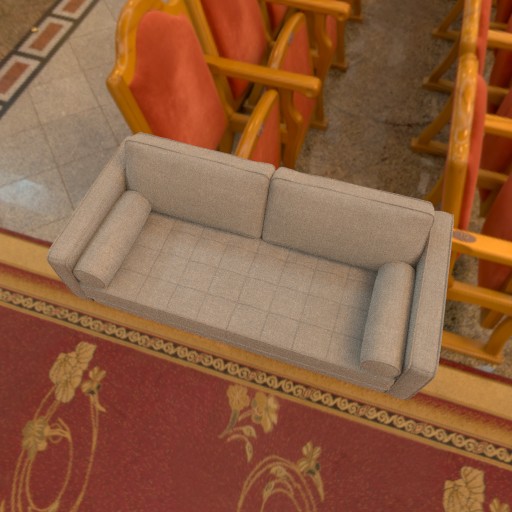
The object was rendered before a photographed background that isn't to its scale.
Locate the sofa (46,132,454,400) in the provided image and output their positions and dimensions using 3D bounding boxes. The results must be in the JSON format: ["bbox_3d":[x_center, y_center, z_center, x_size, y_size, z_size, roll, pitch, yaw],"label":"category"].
[{"bbox_3d":[0.000,0.000,2.352,1.879,0.762,0.914,16,59,9],"label":"sofa"}]
